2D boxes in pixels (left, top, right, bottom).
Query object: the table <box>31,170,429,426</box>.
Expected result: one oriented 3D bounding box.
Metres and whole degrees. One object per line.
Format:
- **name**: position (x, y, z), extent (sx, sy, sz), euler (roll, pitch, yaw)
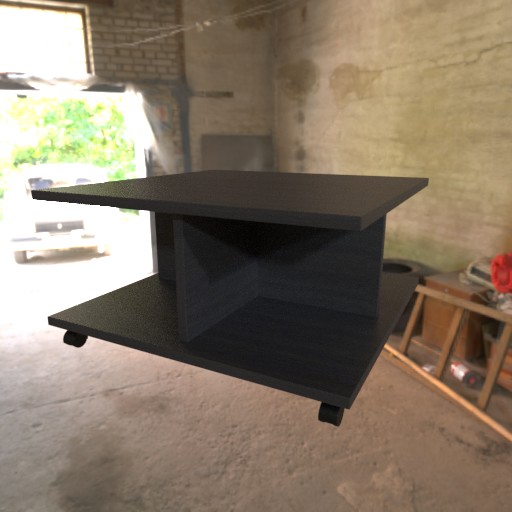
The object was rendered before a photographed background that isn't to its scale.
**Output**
- **table**: position (0.000, 0.000, 1.216), extent (0.762, 0.396, 0.762), euler (8, 17, 27)
